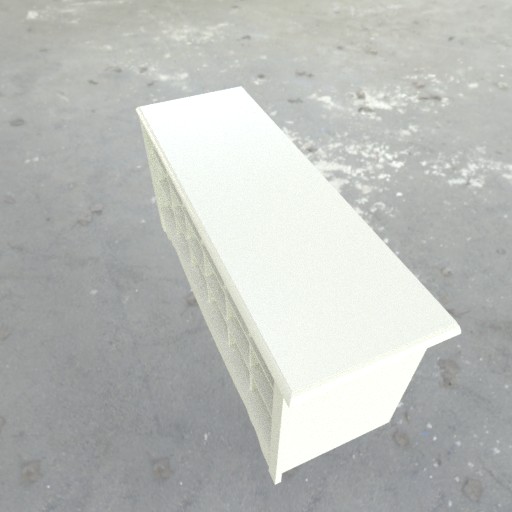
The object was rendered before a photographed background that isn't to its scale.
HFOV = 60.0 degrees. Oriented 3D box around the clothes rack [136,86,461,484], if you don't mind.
[{"bbox_3d":[0.000,0.000,1.450,0.405,0.558,1.218,-18,49,-16],"label":"clothes rack"}]
